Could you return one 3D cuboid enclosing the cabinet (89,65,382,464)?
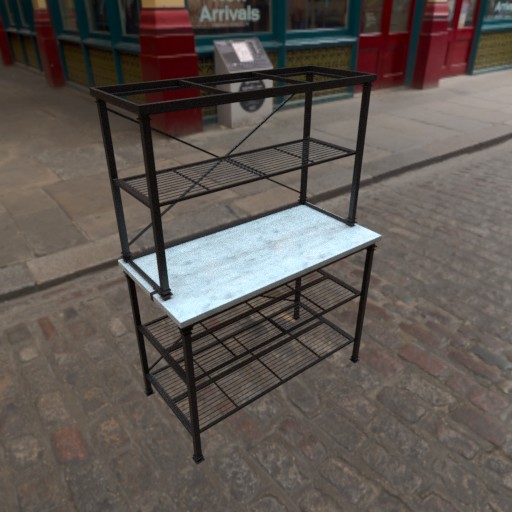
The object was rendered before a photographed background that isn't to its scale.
[{"bbox_3d":[0.000,0.000,2.251,1.210,1.659,0.610,-21,36,-32],"label":"cabinet"}]
